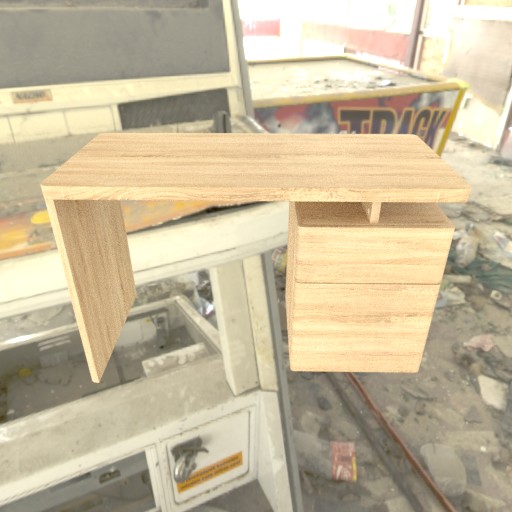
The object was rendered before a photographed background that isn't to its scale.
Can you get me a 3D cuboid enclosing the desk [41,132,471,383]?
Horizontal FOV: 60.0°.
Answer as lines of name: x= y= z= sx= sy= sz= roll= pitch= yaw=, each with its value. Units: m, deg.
desk: x=0.000 y=0.000 z=1.644 sx=1.200 sy=0.760 sz=0.550 roll=1 pitch=31 yaw=1
